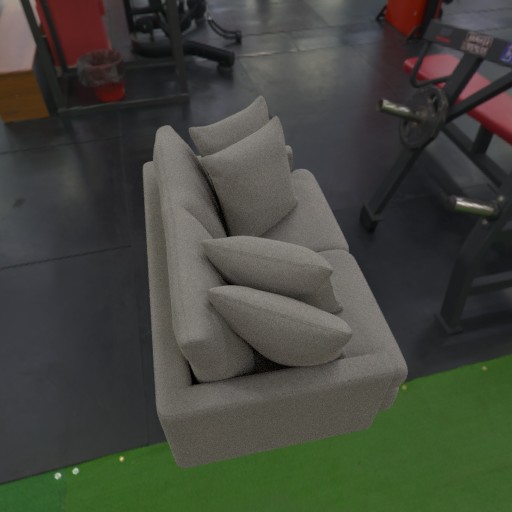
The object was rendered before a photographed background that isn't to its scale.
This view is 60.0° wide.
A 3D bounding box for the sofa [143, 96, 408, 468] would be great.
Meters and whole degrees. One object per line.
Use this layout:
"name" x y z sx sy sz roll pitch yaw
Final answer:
"sofa" 0.000 0.000 2.609 1.228 1.080 1.869 -9 47 -8
